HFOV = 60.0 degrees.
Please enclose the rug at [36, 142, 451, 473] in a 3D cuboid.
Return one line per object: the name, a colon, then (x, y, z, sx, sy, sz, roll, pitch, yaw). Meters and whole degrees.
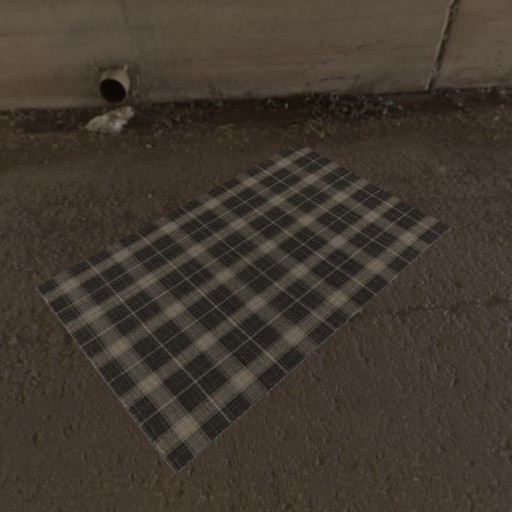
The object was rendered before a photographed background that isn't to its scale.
rug: (0.000, 0.000, 3.000, 2.434, 0.015, 1.520, -34, 56, -28)
